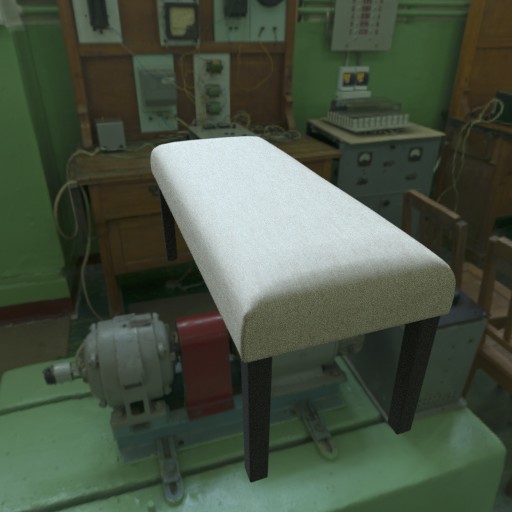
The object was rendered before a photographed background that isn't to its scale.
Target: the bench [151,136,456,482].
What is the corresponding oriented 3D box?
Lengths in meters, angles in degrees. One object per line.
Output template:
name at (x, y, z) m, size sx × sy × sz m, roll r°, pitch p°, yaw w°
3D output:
bench at (0.000, 0.000, 1.224) m, size 0.407 × 0.456 × 1.013 m, roll -10°, pitch 30°, yaw -17°
